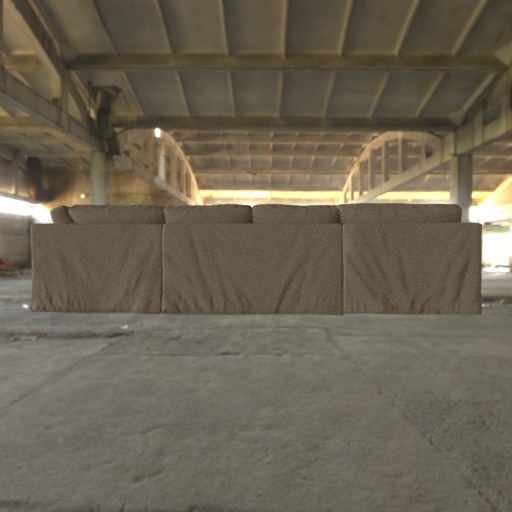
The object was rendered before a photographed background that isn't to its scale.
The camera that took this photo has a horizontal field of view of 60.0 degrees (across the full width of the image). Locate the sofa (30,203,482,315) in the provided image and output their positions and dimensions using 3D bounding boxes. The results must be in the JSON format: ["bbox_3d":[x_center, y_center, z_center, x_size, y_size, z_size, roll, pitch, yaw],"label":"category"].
[{"bbox_3d":[0.000,0.000,4.590,3.528,0.878,2.476,0,1,1],"label":"sofa"}]
